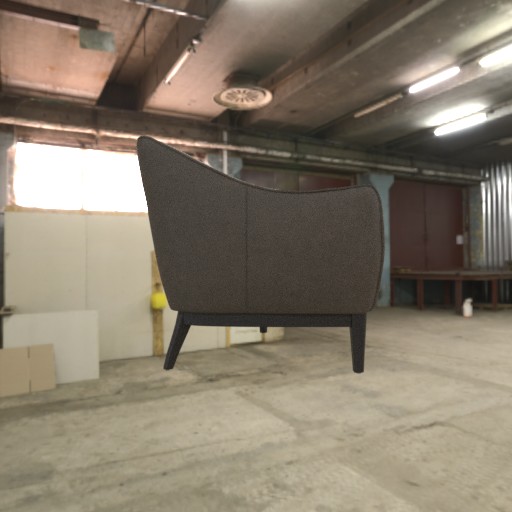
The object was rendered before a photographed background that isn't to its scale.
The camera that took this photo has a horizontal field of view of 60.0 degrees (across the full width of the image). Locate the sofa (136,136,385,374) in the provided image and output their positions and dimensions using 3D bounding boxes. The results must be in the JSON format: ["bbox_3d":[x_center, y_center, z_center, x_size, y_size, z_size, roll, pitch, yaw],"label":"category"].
[{"bbox_3d":[0.000,0.000,2.382,0.869,0.831,1.928,0,-1,0],"label":"sofa"}]
